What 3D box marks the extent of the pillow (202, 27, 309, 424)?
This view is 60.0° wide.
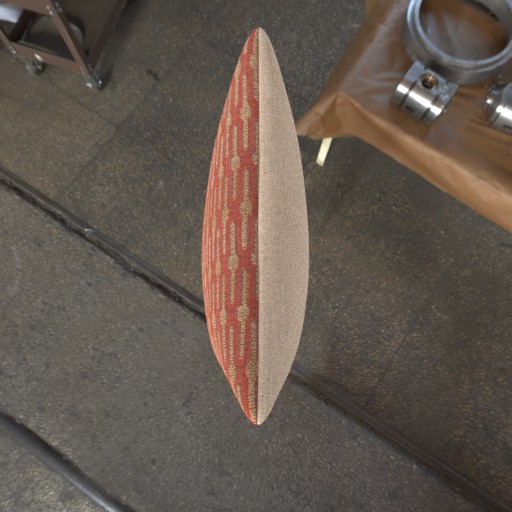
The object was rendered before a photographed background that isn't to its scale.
[{"bbox_3d":[0.000,0.000,0.771,0.182,0.503,0.511,0,75,0],"label":"pillow"}]
